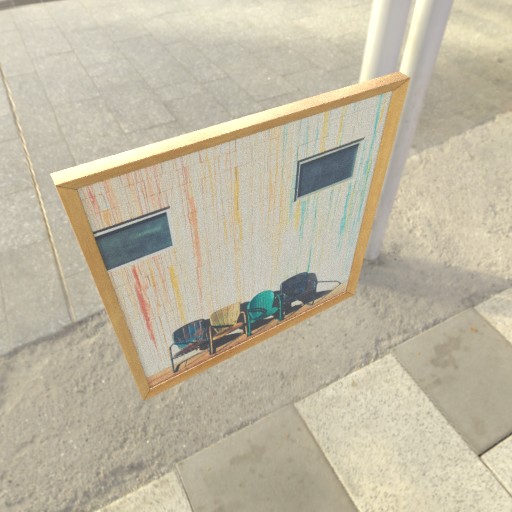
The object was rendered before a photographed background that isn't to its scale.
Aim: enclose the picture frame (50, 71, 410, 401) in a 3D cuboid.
[{"bbox_3d":[0.000,0.000,1.122,0.758,0.761,0.037,-23,51,-20],"label":"picture frame"}]
